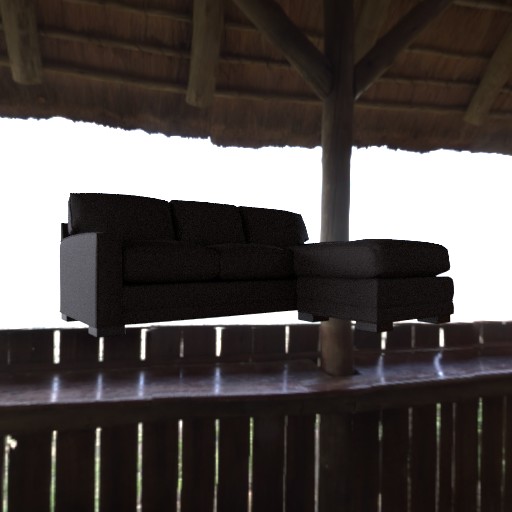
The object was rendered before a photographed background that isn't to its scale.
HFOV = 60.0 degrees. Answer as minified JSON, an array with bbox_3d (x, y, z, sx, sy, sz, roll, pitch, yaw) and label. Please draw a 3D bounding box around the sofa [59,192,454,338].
[{"bbox_3d":[0.000,0.000,3.277,2.370,0.973,1.790,0,-1,-35],"label":"sofa"}]
